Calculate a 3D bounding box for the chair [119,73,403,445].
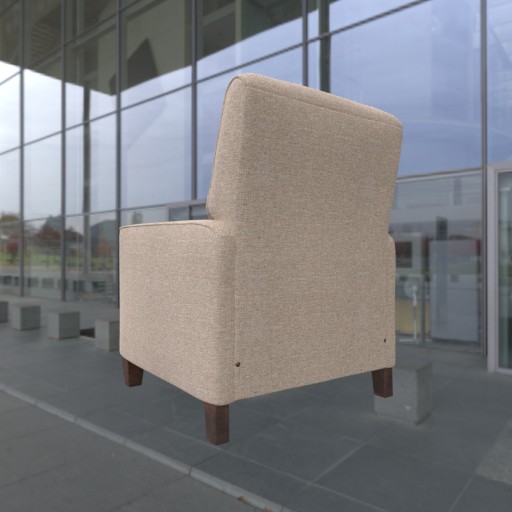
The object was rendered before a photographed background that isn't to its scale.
[{"bbox_3d":[0.000,0.000,1.686,0.841,1.028,0.858,0,0,-36],"label":"chair"}]
